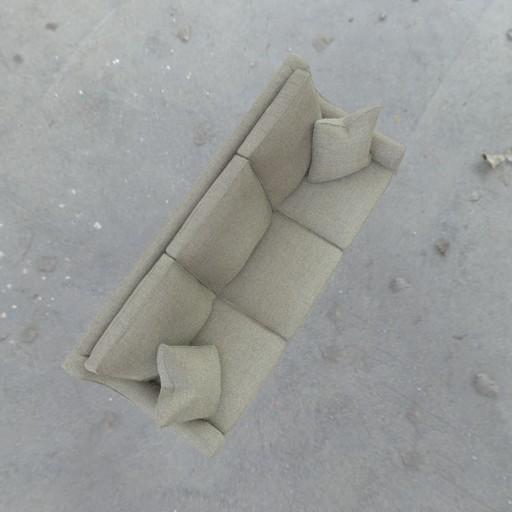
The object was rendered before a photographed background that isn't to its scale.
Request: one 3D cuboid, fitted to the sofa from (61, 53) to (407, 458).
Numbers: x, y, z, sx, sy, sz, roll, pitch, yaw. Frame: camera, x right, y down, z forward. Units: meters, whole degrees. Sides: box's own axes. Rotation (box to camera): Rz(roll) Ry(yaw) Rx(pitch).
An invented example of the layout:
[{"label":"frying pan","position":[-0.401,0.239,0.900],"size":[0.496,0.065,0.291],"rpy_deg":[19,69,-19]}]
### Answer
[{"label":"sofa","position":[0.000,0.000,2.524],"size":[0.865,0.914,2.031],"rpy_deg":[32,79,7]}]
